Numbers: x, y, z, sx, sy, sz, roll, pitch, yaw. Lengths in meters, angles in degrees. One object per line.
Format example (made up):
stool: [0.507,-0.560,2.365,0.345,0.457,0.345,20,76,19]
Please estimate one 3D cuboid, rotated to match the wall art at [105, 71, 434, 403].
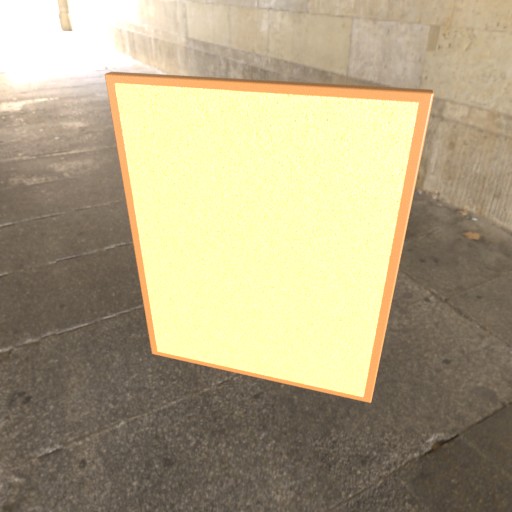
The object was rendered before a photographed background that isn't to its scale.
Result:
wall art: [0.000,0.000,0.736,0.449,0.550,0.021,9,33,14]
